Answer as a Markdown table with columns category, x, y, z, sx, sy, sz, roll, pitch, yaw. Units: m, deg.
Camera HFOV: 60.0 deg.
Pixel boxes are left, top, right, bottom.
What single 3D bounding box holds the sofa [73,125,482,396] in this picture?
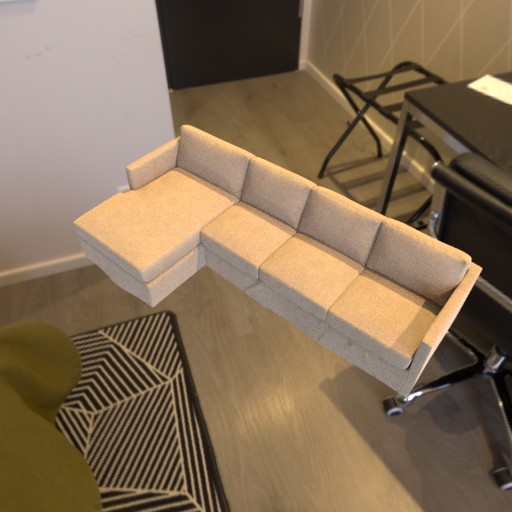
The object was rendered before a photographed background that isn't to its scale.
| category | x | y | z | sx | sy | sz | roll | pitch | yaw |
| --- | --- | --- | --- | --- | --- | --- | --- | --- | --- |
| sofa | 0.000 | 0.000 | 3.863 | 3.198 | 0.920 | 1.638 | 31 | 54 | 26 |
